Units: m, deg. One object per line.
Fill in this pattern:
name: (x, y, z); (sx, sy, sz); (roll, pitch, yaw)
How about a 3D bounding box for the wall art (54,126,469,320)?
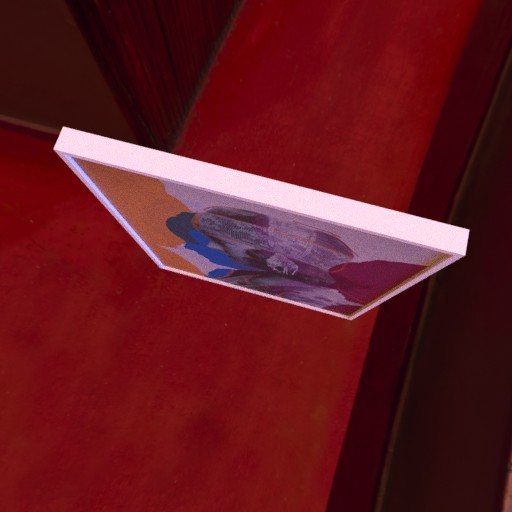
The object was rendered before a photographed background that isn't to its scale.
wall art: (0.000, 0.000, 0.728); (0.443, 0.549, 0.030); (15, 76, 4)
